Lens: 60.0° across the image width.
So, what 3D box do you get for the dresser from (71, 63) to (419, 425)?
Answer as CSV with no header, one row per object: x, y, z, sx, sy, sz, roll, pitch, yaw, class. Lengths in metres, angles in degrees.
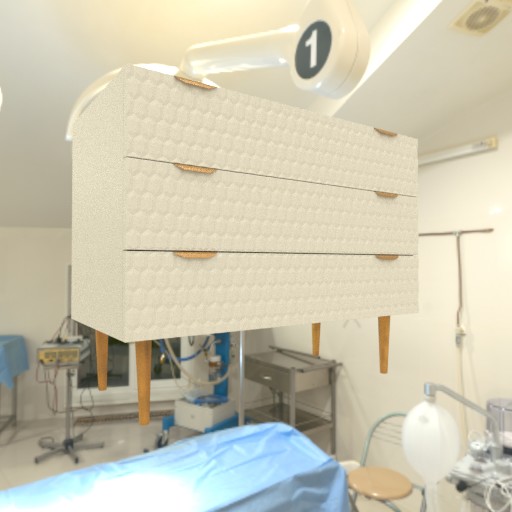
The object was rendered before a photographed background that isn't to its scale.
0.000,0.000,1.277,0.905,0.721,0.457,1,-1,-35,dresser
